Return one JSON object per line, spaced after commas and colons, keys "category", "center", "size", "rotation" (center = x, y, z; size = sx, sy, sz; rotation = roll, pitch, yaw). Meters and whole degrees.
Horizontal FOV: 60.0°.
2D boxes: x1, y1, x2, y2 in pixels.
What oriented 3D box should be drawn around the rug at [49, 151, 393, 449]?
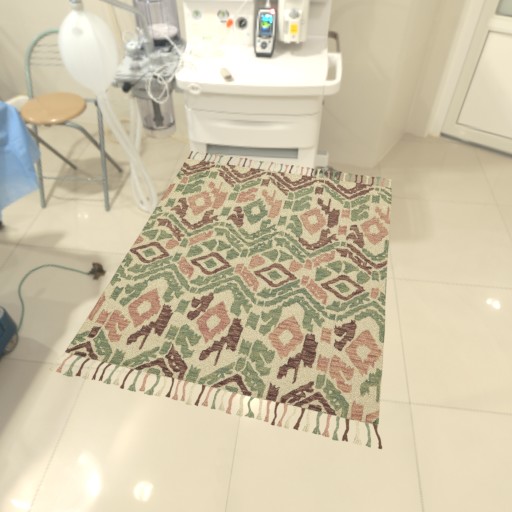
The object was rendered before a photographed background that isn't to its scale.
{"category": "rug", "center": [0.000, 0.000, 4.112], "size": [2.438, 0.010, 3.048], "rotation": [10, 47, 10]}
